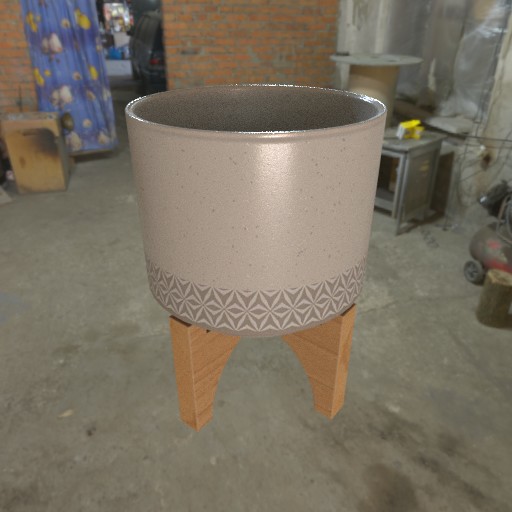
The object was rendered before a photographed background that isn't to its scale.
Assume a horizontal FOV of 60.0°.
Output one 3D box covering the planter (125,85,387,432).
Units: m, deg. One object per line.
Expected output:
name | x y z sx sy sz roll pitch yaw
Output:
planter | 0.000 0.000 0.268 0.130 0.178 0.130 0 29 0
